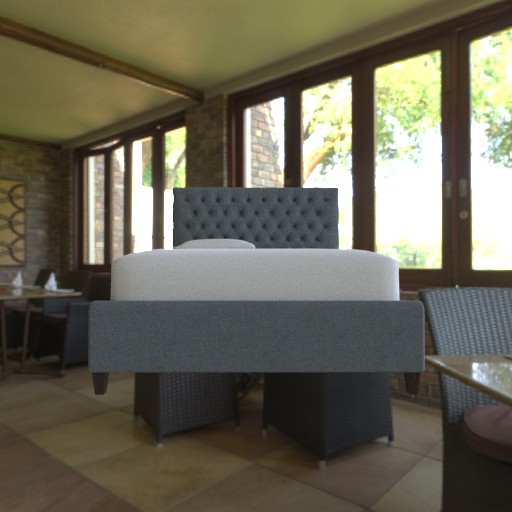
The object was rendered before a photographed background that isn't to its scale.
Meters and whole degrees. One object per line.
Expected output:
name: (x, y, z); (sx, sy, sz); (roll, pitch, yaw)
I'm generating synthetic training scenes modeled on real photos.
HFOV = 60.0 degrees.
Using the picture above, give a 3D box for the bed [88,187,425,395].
bed: (0.000, 0.000, 3.371); (1.698, 1.411, 2.335); (0, 0, 0)
